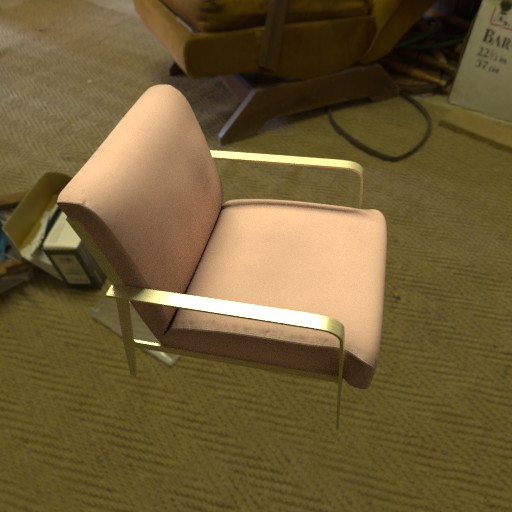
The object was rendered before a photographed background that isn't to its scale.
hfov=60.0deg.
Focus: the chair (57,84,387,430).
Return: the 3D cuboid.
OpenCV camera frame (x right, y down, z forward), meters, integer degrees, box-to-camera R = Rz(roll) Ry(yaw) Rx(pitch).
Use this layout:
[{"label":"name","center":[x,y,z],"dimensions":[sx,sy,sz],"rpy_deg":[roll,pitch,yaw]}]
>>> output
[{"label":"chair","center":[0.000,0.000,1.464],"dimensions":[0.848,0.823,0.701],"rpy_deg":[10,48,9]}]
